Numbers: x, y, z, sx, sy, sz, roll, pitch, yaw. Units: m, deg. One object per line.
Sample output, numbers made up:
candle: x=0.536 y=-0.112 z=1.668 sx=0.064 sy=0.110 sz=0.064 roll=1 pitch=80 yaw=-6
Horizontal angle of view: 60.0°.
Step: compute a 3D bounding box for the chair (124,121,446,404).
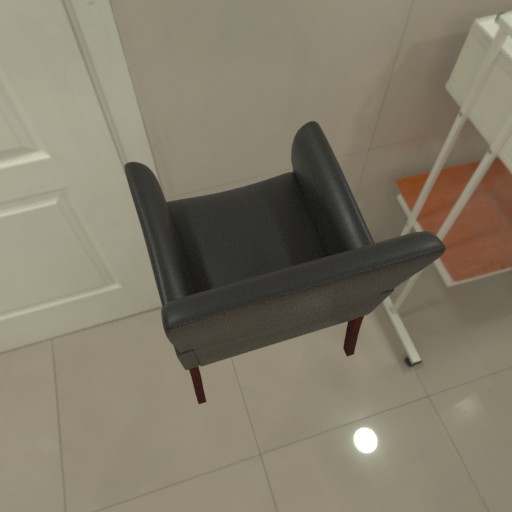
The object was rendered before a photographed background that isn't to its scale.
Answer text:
chair: x=0.000 y=0.000 z=1.484 sx=0.683 sy=0.951 sz=0.772 roll=-15 pitch=59 yaw=-9
